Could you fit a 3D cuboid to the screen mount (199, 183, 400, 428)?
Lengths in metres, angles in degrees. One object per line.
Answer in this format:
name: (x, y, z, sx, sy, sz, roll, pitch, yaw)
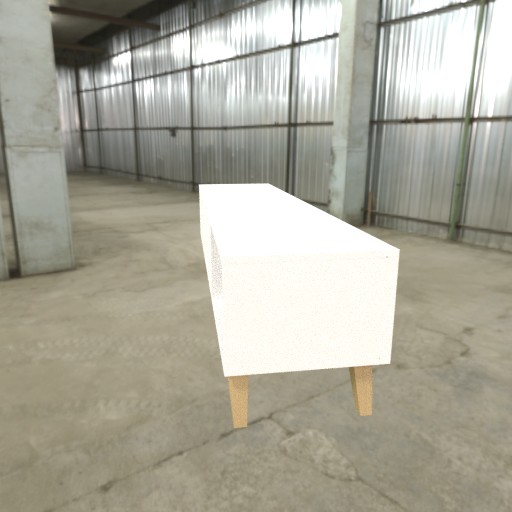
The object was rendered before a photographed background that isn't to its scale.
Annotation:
screen mount: (0.000, 0.000, 1.806, 0.399, 0.432, 1.644, -2, 15, -8)
